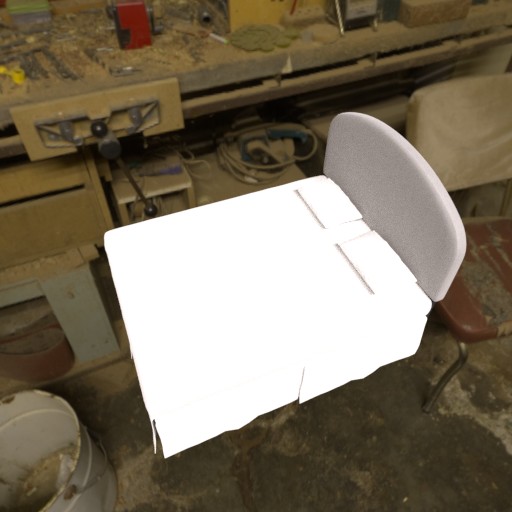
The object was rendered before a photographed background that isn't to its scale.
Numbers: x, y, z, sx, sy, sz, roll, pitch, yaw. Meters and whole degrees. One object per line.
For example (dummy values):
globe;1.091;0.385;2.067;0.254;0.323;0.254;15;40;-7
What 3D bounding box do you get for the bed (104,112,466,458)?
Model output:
bed;0.000;0.000;3.042;2.005;1.410;1.607;-17;49;-15
